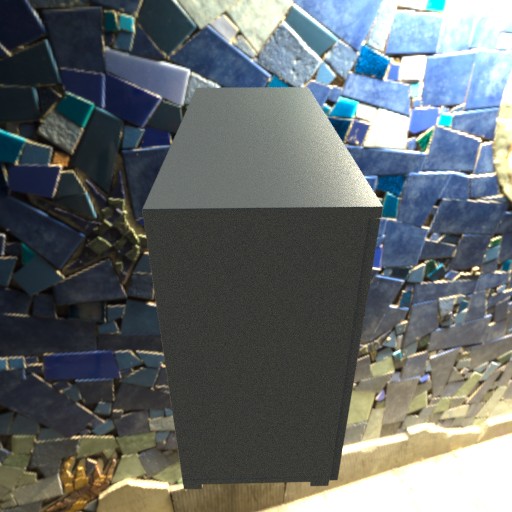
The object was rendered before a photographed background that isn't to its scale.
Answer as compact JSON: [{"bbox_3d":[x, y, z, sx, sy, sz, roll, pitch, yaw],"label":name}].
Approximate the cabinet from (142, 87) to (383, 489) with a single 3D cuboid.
[{"bbox_3d":[0.000,0.000,1.368,0.400,0.800,1.000,-1,32,-1],"label":"cabinet"}]
